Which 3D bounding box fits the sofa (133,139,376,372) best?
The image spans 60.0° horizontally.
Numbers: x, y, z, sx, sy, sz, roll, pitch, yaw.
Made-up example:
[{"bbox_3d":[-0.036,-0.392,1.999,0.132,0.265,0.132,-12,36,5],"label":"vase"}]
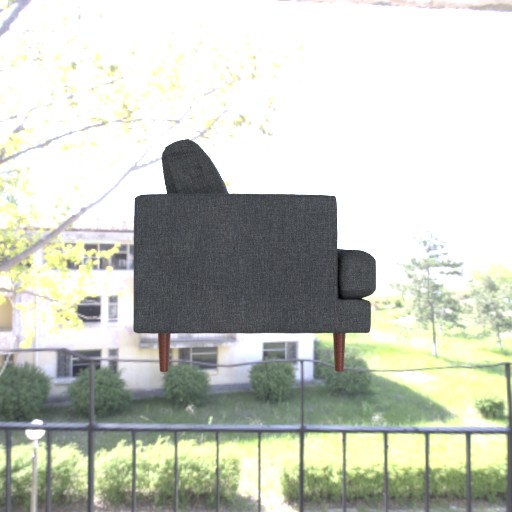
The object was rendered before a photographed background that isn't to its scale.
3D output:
[{"bbox_3d":[0.000,0.000,2.724,0.903,0.930,2.246,0,-1,0],"label":"sofa"}]
